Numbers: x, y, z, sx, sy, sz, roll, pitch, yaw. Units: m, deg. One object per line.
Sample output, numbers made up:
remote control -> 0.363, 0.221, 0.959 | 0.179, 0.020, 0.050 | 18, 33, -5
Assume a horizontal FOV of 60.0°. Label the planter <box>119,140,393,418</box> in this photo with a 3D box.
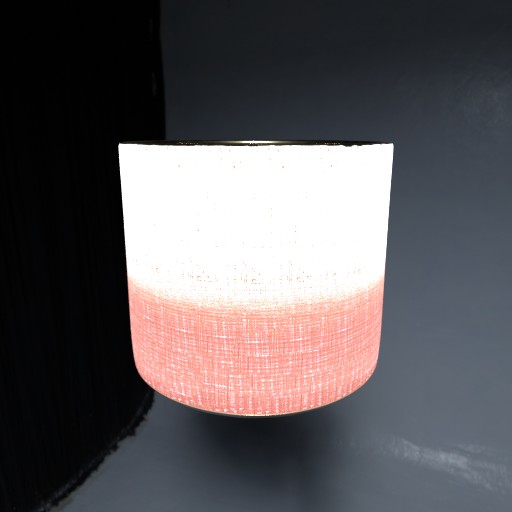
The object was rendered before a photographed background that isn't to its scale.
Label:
planter -> 0.000, 0.000, 0.315 | 0.178, 0.157, 0.178 | 0, 15, 0
